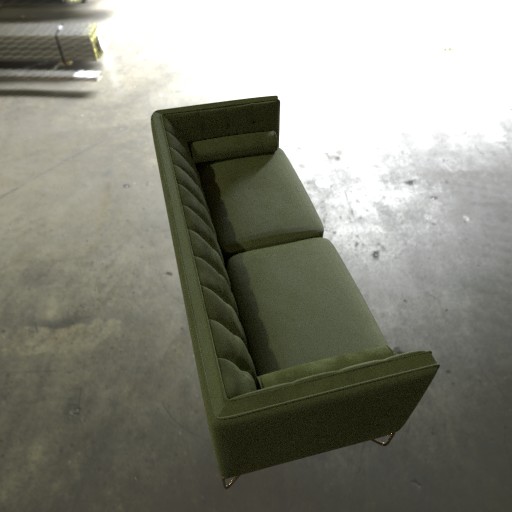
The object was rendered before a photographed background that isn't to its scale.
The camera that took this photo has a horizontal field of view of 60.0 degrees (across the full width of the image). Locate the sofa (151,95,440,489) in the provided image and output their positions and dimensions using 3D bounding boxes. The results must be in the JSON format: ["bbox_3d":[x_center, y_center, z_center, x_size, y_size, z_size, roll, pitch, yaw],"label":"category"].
[{"bbox_3d":[0.000,0.000,2.468,0.867,0.789,2.087,-11,48,-10],"label":"sofa"}]
